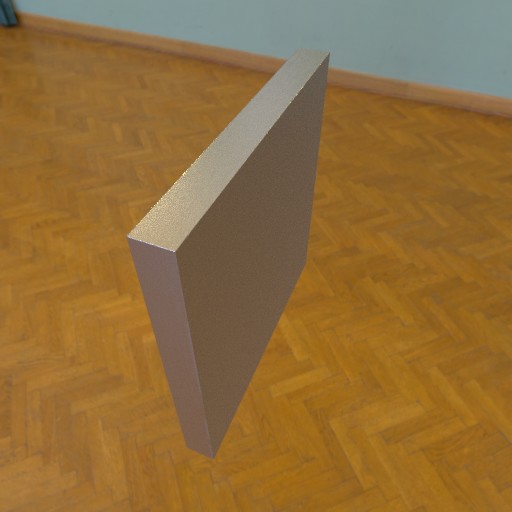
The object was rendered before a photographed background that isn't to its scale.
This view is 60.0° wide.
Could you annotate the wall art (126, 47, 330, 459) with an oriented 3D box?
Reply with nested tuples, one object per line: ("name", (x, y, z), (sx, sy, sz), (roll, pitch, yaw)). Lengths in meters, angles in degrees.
("wall art", (0.000, 0.000, 0.522), (0.038, 0.350, 0.350), (17, 48, 16))
